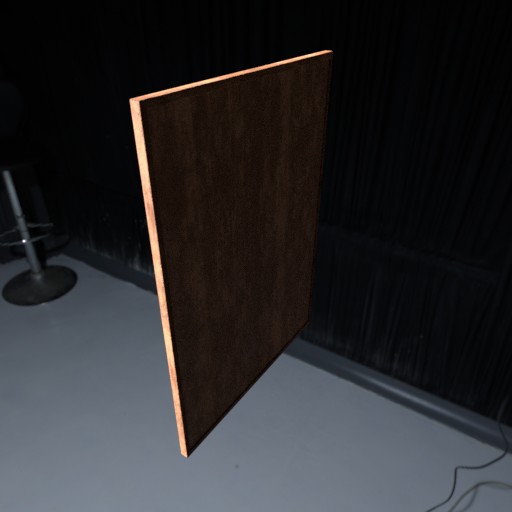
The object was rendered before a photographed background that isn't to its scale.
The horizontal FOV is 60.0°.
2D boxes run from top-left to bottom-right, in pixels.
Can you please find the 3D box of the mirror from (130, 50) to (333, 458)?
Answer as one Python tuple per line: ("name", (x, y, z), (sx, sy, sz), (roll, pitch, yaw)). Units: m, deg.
("mirror", (0.000, 0.000, 1.394), (0.028, 1.099, 0.796), (20, 38, 29))
